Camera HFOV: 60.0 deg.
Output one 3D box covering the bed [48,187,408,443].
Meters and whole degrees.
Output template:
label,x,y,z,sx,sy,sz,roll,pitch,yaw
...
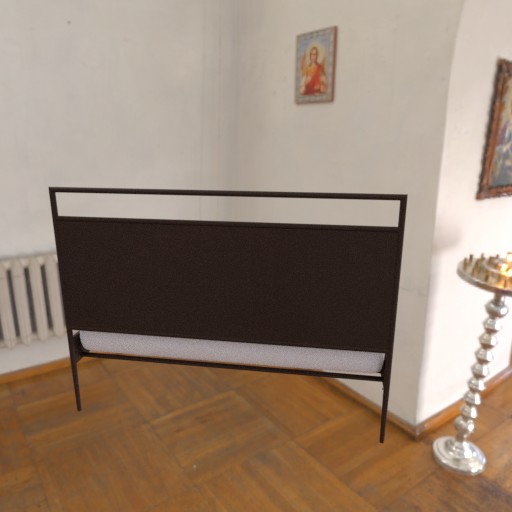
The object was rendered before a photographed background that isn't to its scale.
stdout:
label,x,y,z,sx,sy,sz,roll,pitch,yaw
bed,0.000,0.000,3.053,1.572,1.173,2.122,3,16,9
